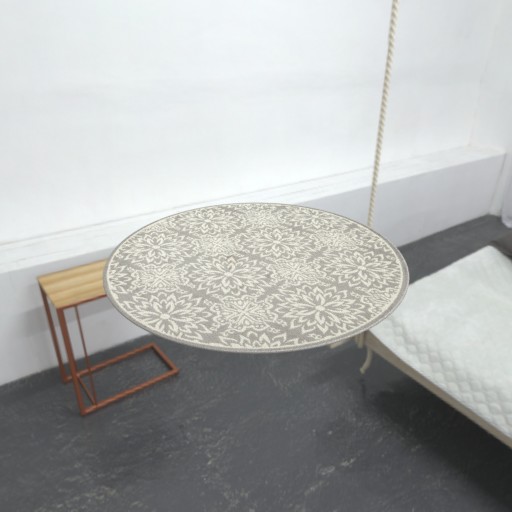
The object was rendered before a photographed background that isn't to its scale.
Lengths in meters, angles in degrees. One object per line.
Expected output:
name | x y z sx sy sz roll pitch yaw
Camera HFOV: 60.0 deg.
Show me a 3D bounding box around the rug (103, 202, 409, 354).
rug | 0.000 0.000 2.406 1.593 0.012 1.593 0 28 0
